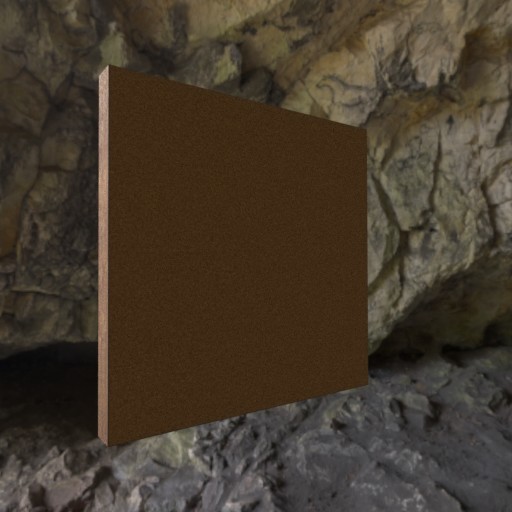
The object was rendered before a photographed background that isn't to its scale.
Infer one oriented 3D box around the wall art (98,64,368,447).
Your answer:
[{"bbox_3d":[0.000,0.000,0.597,0.406,0.403,0.039,0,-1,-35],"label":"wall art"}]
